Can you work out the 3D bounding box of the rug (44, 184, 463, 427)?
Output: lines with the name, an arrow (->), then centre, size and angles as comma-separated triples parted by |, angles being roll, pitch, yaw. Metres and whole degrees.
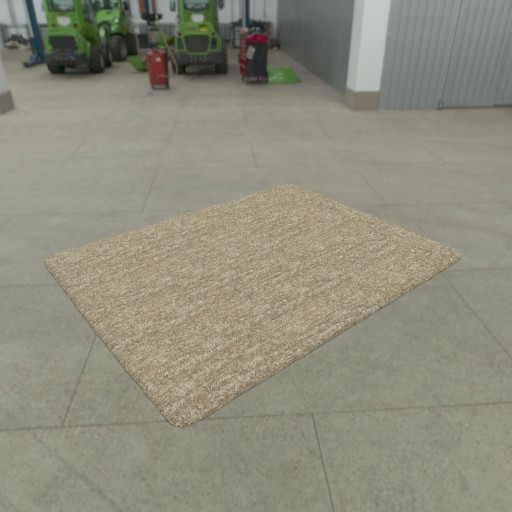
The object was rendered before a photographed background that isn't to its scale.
rug -> 0.000, 0.000, 3.746 | 2.873, 0.050, 2.242 | -22, 36, -33
